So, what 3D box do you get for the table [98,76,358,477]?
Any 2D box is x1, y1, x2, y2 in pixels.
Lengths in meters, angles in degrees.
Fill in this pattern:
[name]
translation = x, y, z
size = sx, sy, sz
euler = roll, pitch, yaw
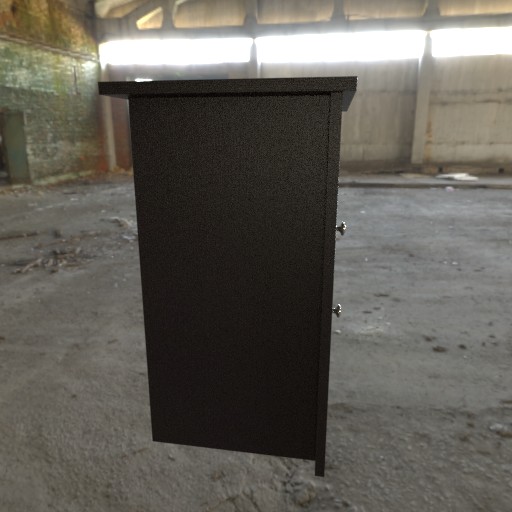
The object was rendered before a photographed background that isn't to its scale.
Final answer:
[table]
translation = 0.000, 0.000, 1.043
size = 0.408, 0.711, 0.589
euler = 3, 15, 10
